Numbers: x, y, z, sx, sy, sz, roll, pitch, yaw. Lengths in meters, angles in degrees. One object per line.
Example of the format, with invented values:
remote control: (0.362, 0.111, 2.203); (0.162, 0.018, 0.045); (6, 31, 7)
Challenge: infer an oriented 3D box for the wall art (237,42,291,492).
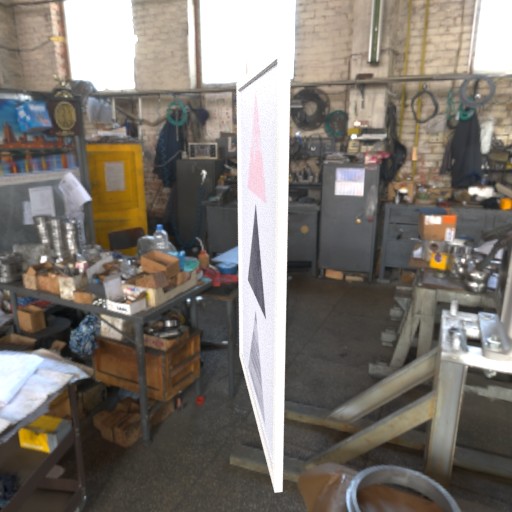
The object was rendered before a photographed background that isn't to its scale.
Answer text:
wall art: (0.000, 0.000, 0.835); (0.013, 0.656, 0.456); (-2, 16, -9)
